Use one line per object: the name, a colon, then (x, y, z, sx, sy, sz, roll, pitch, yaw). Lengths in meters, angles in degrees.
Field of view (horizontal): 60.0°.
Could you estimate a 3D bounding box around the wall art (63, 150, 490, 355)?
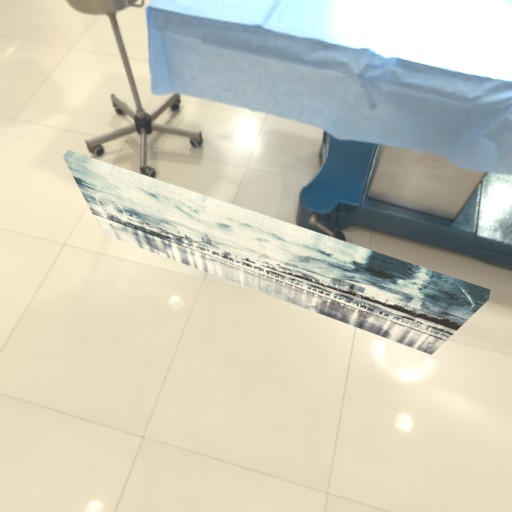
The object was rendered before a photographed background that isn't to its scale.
wall art: (0.000, 0.000, 1.703, 1.524, 0.509, 0.037, 19, 61, 11)
